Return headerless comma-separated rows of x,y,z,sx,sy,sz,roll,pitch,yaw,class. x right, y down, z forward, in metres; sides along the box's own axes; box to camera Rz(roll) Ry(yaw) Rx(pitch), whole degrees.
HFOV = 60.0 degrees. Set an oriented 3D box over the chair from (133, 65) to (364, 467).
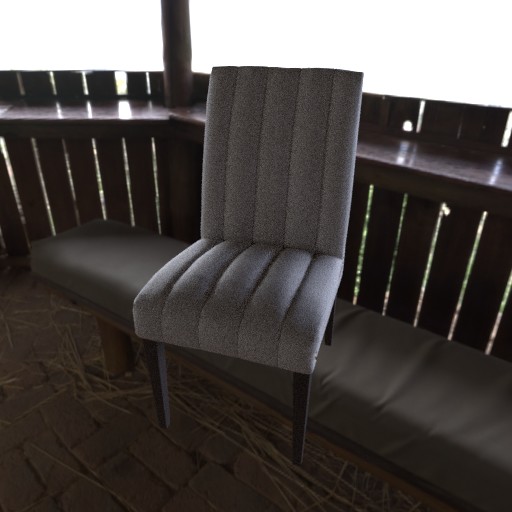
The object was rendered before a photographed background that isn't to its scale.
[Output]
0.000,0.000,1.341,0.511,1.016,0.647,9,29,16,chair
